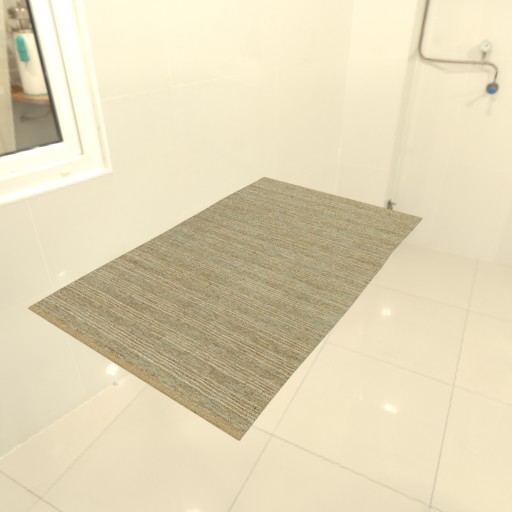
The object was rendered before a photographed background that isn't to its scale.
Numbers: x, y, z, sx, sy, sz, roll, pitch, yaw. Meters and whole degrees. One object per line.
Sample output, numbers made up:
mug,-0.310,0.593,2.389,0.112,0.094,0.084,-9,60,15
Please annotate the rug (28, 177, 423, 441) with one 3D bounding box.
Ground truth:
rug,0.000,0.000,3.048,1.540,0.012,2.448,20,37,29
